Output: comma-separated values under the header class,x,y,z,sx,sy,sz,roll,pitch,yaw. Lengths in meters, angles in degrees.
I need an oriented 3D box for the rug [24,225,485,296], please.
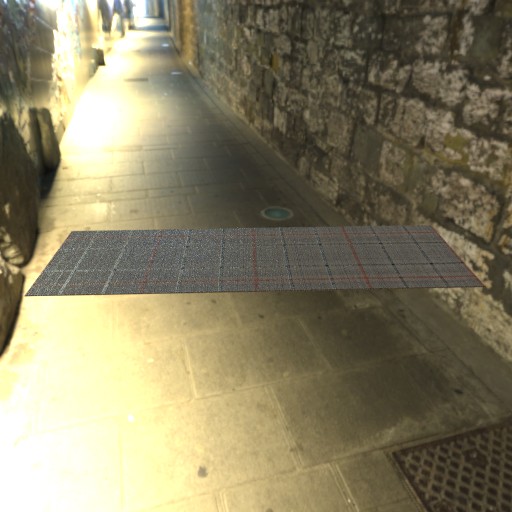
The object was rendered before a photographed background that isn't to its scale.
class,x,y,z,sx,sy,sz,roll,pitch,yaw
rug,0.000,0.000,2.675,2.439,0.008,0.762,-1,29,-2
